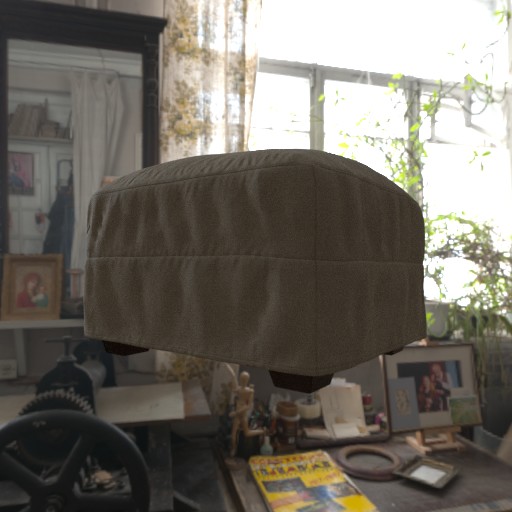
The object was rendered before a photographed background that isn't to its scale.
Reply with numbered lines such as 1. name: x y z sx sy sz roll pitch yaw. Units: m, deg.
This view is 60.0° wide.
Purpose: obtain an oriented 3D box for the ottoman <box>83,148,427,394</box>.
1. ottoman: 0.000 0.000 1.114 0.712 0.480 0.584 -1 -1 37
